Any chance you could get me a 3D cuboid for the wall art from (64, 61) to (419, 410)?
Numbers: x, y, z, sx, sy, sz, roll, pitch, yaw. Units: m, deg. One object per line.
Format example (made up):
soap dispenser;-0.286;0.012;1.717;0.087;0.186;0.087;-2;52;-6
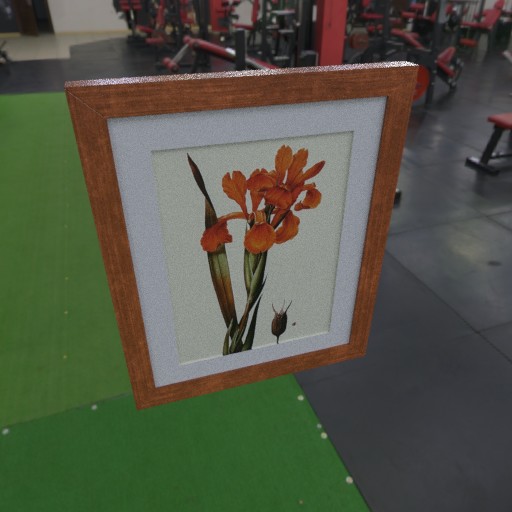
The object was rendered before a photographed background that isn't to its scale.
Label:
wall art;0.000;0.000;0.729;0.467;0.567;0.033;-9;34;-14
